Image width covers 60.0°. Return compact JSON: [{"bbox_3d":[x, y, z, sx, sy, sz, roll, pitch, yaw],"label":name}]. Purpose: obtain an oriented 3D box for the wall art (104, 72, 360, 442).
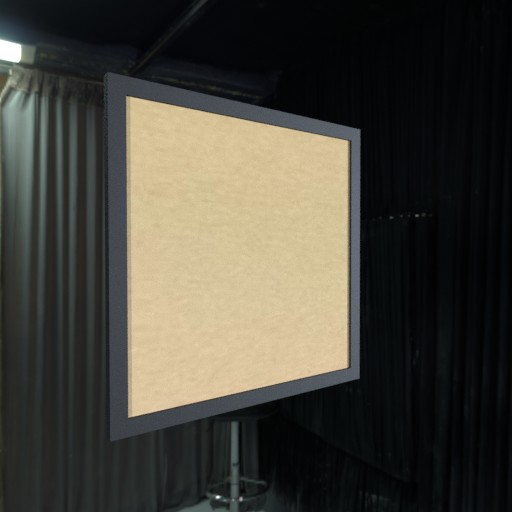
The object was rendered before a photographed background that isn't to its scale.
[{"bbox_3d":[0.000,0.000,0.536,0.358,0.357,0.012,-1,1,-36],"label":"wall art"}]
